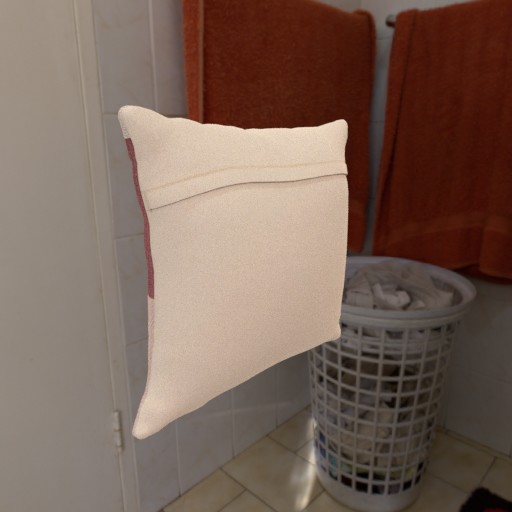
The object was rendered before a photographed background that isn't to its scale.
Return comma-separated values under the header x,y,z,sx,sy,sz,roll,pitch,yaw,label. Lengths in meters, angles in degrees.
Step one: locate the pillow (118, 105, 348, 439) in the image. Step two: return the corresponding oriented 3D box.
x,y,z,sx,sy,sz,roll,pitch,yaw,label
0.000,0.000,0.814,0.536,0.506,0.229,-15,21,-42,pillow
